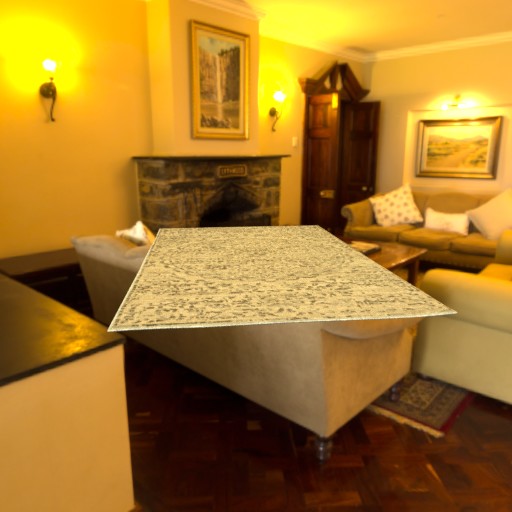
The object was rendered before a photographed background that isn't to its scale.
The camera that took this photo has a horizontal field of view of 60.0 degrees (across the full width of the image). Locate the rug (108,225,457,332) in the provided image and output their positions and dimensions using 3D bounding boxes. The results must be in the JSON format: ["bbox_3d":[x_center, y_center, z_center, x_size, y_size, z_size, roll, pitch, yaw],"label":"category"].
[{"bbox_3d":[0.000,0.000,3.085,1.527,0.021,2.447,-2,13,-7],"label":"rug"}]
